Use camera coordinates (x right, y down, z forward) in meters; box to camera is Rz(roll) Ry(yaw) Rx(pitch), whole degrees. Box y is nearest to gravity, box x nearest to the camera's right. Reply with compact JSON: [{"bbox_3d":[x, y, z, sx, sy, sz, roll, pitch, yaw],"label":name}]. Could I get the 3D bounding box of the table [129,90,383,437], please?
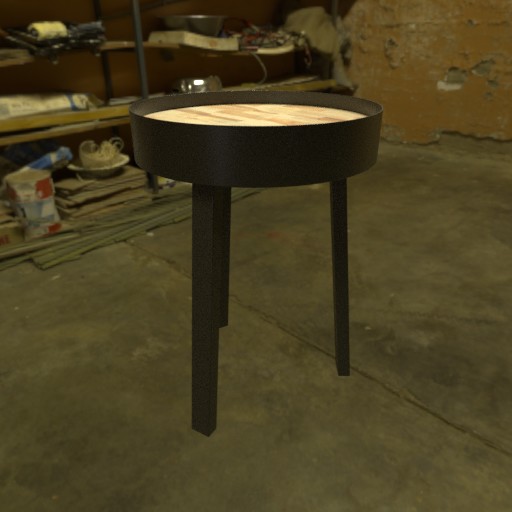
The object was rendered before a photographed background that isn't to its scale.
[{"bbox_3d":[0.000,0.000,0.853,0.406,0.559,0.406,0,26,0],"label":"table"}]
